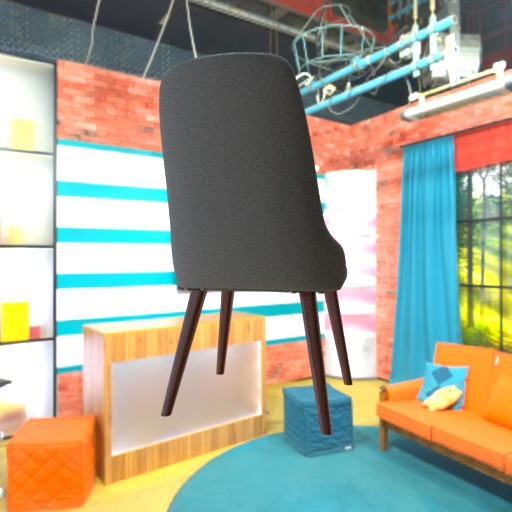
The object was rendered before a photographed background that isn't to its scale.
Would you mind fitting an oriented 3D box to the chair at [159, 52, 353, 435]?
[{"bbox_3d":[0.000,0.000,1.341,0.535,0.918,0.707,0,0,18],"label":"chair"}]
